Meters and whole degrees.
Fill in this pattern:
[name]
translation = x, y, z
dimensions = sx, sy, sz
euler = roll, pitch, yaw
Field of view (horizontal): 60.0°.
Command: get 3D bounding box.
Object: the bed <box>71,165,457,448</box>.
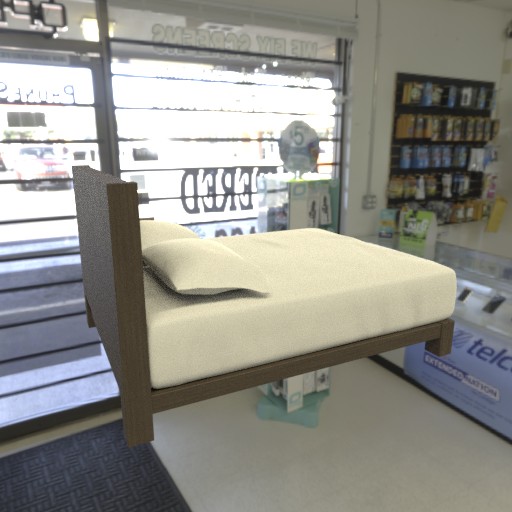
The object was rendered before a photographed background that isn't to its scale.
[bed]
translation = 0.000, 0.000, 3.223
dimensions = 2.242, 1.270, 1.727
euler = -7, 16, -26
